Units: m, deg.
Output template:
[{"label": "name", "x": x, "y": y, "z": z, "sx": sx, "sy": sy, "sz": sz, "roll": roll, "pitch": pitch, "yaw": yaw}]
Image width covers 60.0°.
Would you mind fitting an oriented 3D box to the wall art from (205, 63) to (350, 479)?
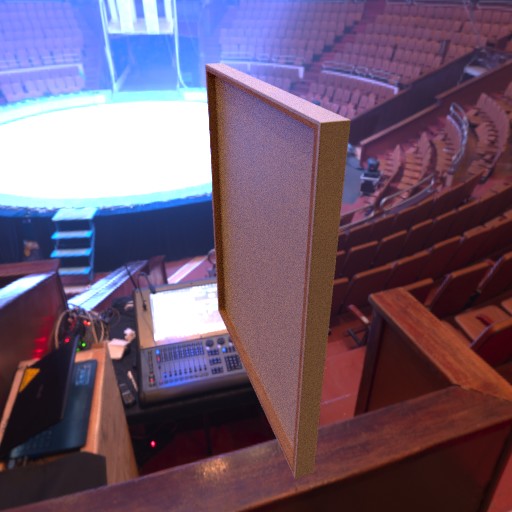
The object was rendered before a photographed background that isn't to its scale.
[{"label": "wall art", "x": 0.000, "y": 0.000, "z": 0.825, "sx": 0.037, "sy": 0.606, "sz": 0.508, "roll": -10, "pitch": 32, "yaw": -17}]
